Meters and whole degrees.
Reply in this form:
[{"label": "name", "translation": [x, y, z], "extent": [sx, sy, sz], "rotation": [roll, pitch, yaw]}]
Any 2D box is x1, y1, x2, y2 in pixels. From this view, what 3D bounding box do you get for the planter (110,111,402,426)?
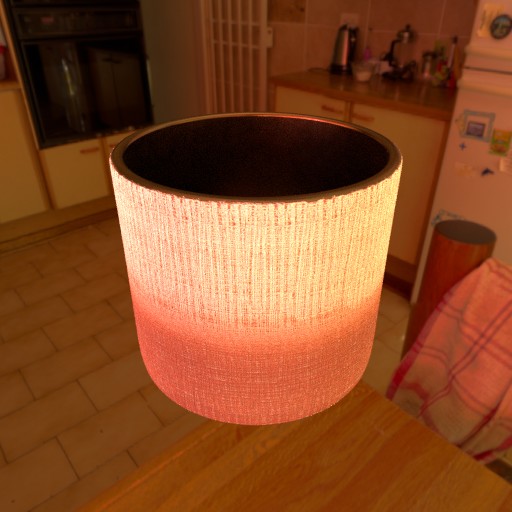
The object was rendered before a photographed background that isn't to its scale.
[{"label": "planter", "translation": [0.000, 0.000, 0.391], "extent": [0.221, 0.201, 0.221], "rotation": [0, 31, 0]}]
